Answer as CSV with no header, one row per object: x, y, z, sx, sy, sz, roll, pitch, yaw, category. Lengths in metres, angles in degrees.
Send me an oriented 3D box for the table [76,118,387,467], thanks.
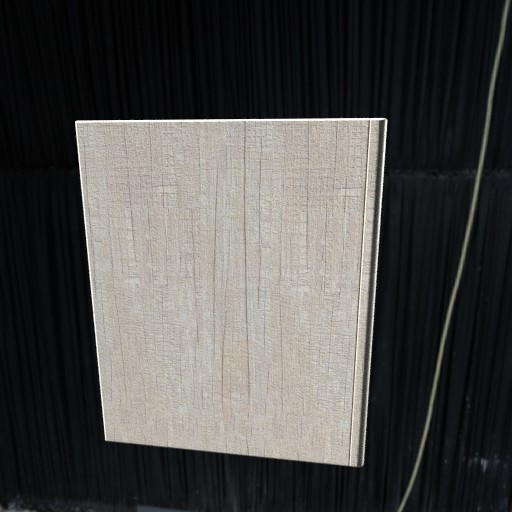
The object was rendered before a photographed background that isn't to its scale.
0.000,0.000,0.917,0.420,0.510,0.570,2,14,8,table
